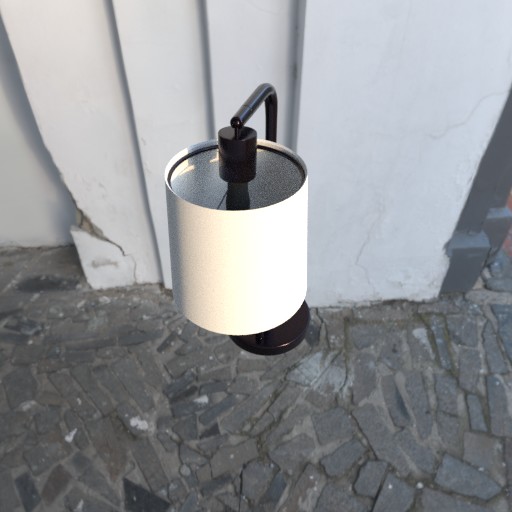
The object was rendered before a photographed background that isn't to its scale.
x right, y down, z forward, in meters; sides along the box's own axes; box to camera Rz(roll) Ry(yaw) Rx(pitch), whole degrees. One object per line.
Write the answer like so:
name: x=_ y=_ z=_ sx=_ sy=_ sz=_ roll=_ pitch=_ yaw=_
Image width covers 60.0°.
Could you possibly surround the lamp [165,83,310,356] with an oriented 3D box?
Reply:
lamp: x=0.000 y=0.000 z=0.644 sx=0.171 sy=0.489 sz=0.333 roll=10 pitch=43 yaw=11
